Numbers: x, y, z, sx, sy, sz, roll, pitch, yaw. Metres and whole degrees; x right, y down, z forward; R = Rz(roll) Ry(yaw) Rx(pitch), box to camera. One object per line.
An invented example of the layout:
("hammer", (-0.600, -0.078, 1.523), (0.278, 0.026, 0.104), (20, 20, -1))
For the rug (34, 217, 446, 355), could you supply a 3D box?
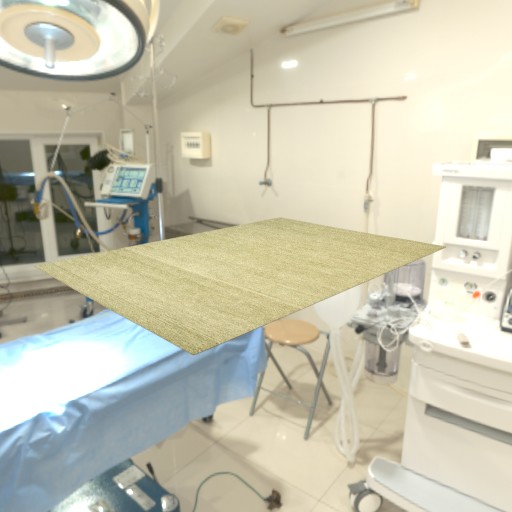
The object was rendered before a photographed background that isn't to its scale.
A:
("rug", (0.000, 0.000, 2.960), (1.606, 0.017, 2.270), (15, 22, 43))
